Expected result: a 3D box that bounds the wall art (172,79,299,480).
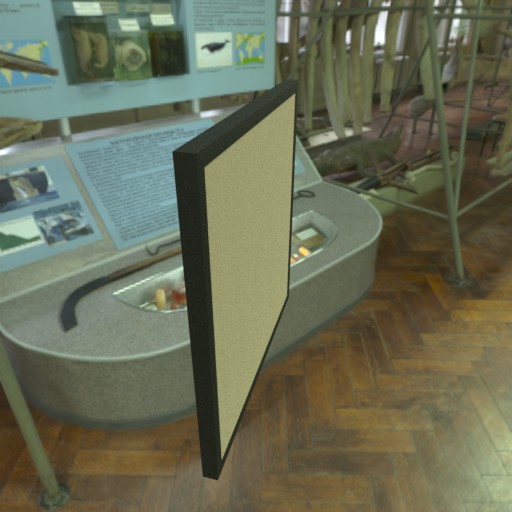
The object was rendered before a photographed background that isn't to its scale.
[{"bbox_3d":[0.000,0.000,0.461,0.015,0.304,0.306,8,30,14],"label":"wall art"}]
